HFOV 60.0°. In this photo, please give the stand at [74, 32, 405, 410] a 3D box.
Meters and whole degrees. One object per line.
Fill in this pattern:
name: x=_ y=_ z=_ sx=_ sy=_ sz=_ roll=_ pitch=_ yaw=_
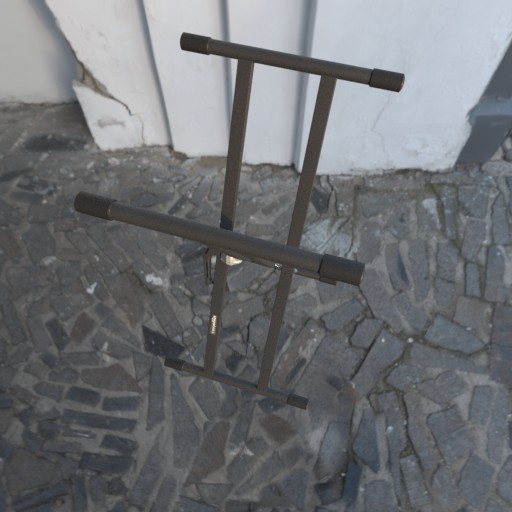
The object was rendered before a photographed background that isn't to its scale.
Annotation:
stand: x=0.000 y=0.000 z=1.198 sx=0.495 sy=0.900 sz=0.503 roll=15 pitch=60 yaw=9
